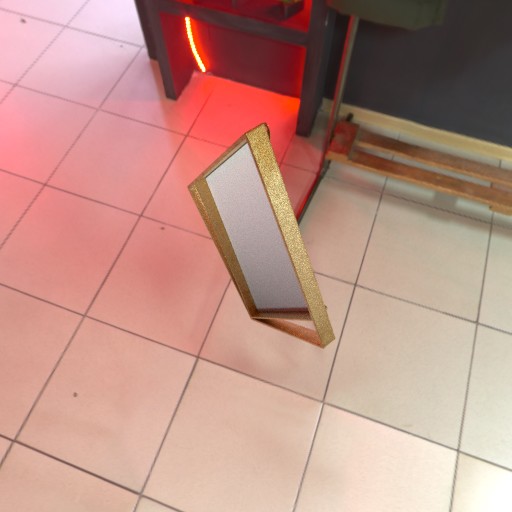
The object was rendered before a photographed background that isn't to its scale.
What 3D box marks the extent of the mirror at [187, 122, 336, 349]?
[{"bbox_3d":[0.000,0.000,0.830,0.032,0.679,0.419,-34,68,-16],"label":"mirror"}]
